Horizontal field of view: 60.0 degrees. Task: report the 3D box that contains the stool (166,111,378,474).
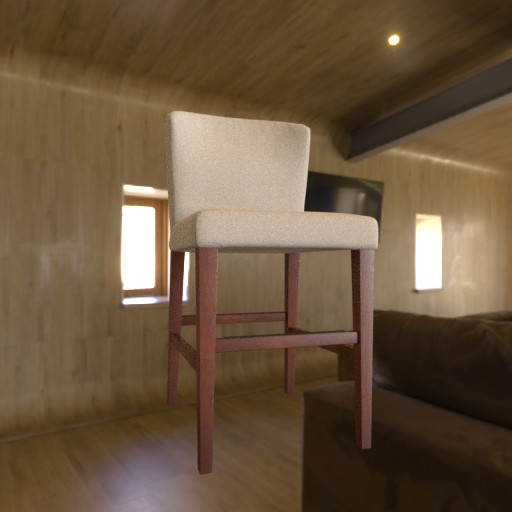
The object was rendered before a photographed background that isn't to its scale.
[{"bbox_3d":[0.000,0.000,1.289,0.479,0.968,0.568,0,-1,-19],"label":"stool"}]
